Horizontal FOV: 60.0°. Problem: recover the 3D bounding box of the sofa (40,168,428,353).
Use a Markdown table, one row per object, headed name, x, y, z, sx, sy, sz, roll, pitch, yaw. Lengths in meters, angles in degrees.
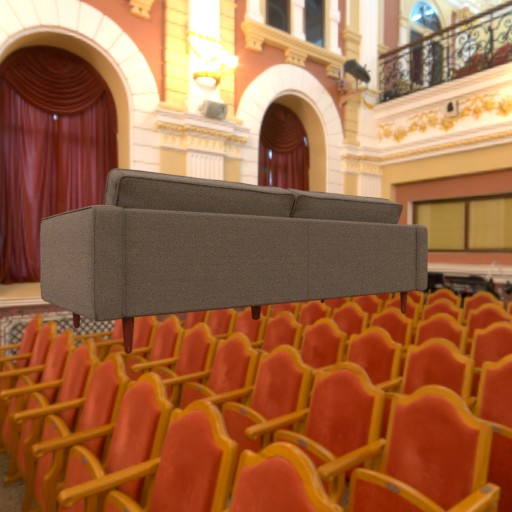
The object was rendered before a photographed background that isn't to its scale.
| name | x | y | z | sx | sy | sz | roll | pitch | yaw |
| --- | --- | --- | --- | --- | --- | --- | --- | --- | --- |
| sofa | 0.000 | 0.000 | 2.639 | 2.198 | 0.762 | 0.914 | -1 | 1 | -37 |
